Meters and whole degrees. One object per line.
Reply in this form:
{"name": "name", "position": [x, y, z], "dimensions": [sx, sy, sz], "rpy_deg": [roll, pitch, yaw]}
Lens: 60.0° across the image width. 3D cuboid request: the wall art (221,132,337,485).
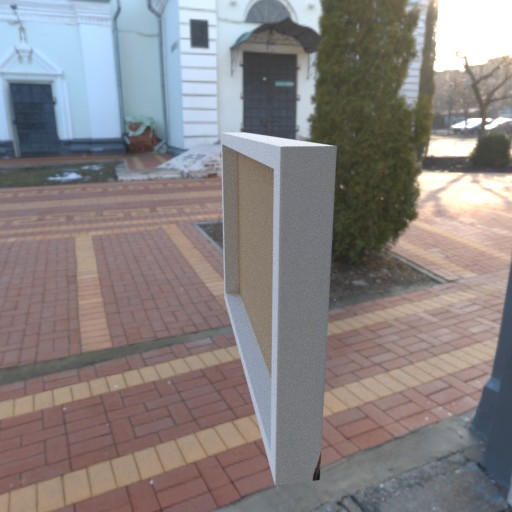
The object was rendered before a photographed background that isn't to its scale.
{"name": "wall art", "position": [0.000, 0.000, 0.488], "dimensions": [0.039, 0.254, 0.384], "rpy_deg": [-3, 17, -9]}
